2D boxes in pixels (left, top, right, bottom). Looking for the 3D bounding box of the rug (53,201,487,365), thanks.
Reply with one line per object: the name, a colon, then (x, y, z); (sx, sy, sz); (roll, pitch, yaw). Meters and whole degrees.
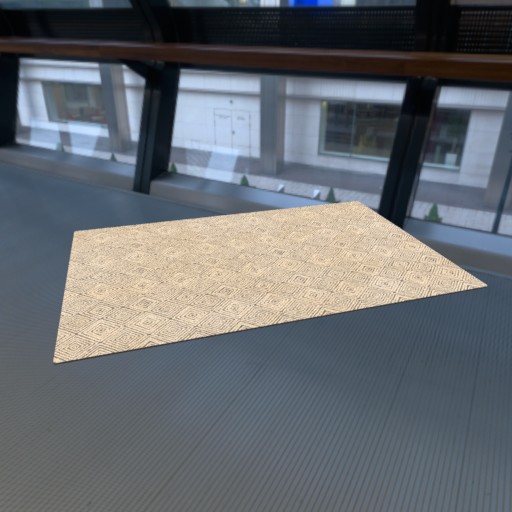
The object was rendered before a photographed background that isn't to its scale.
rug: (0.000, 0.000, 2.226); (1.783, 0.008, 1.175); (-8, 27, -15)
